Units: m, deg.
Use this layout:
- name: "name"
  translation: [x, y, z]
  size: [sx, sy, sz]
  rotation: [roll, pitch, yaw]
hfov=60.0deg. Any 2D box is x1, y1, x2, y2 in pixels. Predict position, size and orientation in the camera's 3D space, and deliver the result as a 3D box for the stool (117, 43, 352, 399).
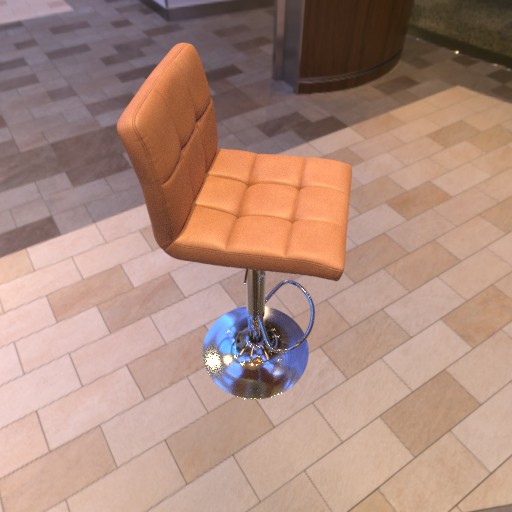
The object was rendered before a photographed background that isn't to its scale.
- name: "stool"
  translation: [0.000, 0.000, 1.371]
  size: [0.505, 1.115, 0.430]
  rotation: [8, 48, 7]
